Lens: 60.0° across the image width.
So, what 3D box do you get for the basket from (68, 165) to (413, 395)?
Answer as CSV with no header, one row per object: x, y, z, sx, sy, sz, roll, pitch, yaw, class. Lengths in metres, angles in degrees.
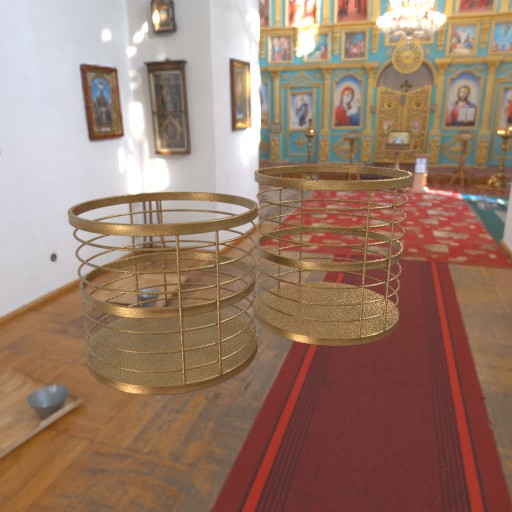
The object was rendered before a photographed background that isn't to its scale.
0.000,0.000,0.981,0.746,0.351,0.356,-8,18,-26,basket
